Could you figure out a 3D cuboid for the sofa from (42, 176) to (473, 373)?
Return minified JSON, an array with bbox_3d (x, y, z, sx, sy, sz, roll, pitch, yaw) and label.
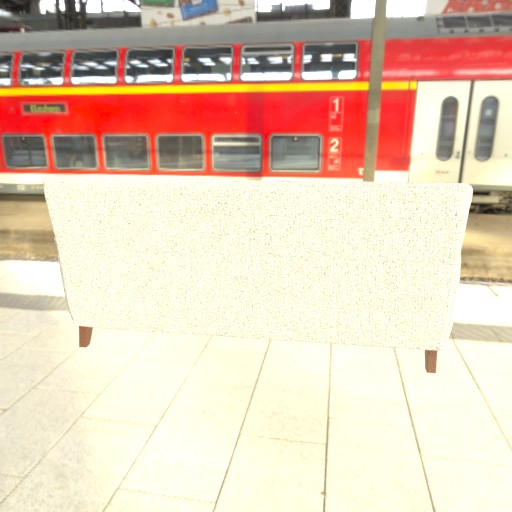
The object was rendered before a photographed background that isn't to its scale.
[{"bbox_3d":[0.000,0.000,2.517,2.026,0.942,0.854,2,16,8],"label":"sofa"}]
